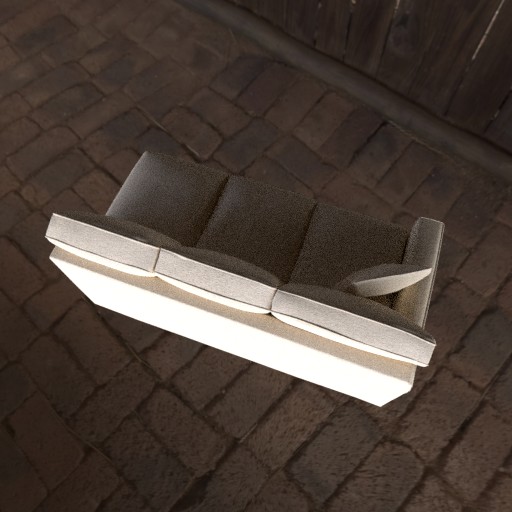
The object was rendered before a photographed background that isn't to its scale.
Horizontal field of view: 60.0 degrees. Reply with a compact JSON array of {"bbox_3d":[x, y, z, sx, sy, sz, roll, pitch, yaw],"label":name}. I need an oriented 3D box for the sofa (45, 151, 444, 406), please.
[{"bbox_3d":[0.000,0.000,2.631,1.962,0.946,1.034,18,65,9],"label":"sofa"}]
